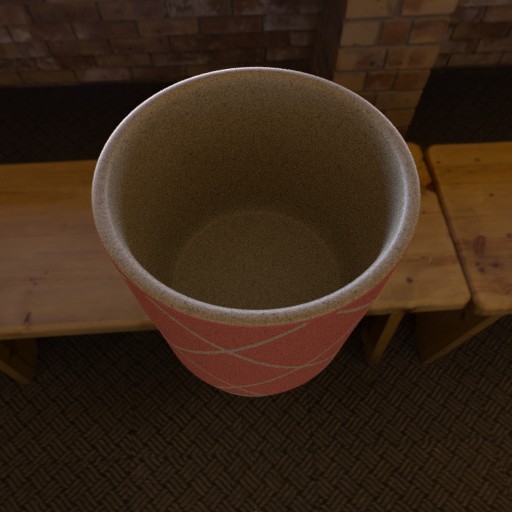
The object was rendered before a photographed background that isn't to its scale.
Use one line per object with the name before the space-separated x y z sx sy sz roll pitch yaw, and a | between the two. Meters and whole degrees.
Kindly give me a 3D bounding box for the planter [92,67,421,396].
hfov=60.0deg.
planter | 0.000 0.000 0.410 0.227 0.235 0.227 0 60 0
